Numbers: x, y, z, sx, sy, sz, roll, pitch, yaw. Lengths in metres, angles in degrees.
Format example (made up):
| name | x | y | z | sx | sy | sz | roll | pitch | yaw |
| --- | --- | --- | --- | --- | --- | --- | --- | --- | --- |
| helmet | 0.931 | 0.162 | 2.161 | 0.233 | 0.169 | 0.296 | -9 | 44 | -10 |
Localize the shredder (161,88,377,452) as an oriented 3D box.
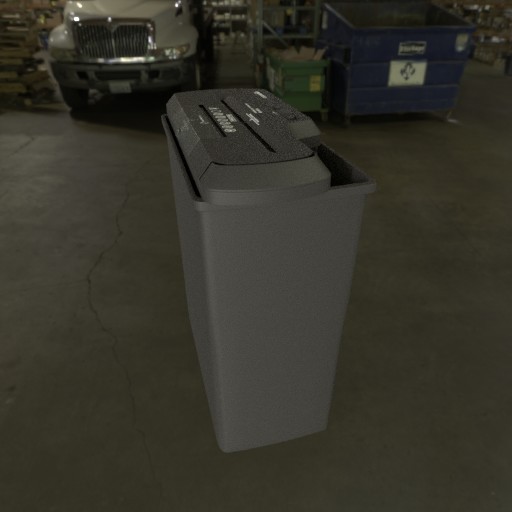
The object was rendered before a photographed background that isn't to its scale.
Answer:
| name | x | y | z | sx | sy | sz | roll | pitch | yaw |
| --- | --- | --- | --- | --- | --- | --- | --- | --- | --- |
| shredder | 0.000 | 0.000 | 0.523 | 0.170 | 0.335 | 0.320 | -8 | 31 | -13 |
